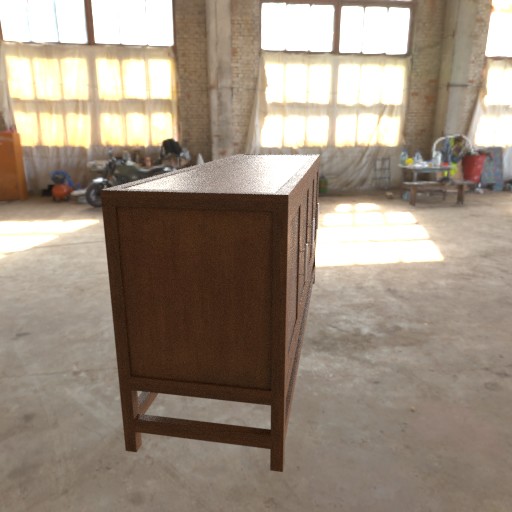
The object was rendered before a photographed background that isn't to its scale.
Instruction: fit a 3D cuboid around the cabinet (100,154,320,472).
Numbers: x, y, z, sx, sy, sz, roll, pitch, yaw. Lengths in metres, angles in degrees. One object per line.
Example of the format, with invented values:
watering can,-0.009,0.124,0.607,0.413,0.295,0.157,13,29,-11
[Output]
cabinet,0.000,0.000,2.043,0.522,0.820,1.708,3,16,10
